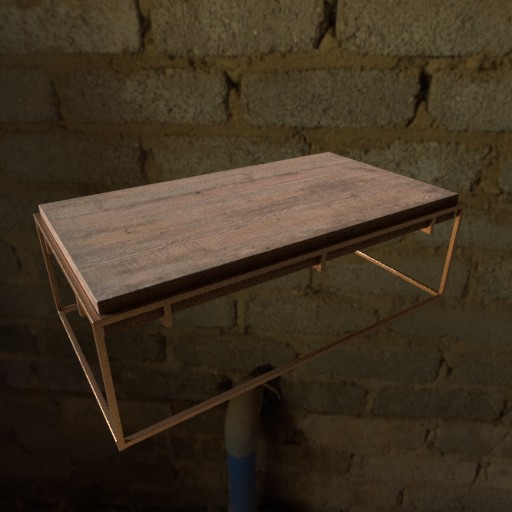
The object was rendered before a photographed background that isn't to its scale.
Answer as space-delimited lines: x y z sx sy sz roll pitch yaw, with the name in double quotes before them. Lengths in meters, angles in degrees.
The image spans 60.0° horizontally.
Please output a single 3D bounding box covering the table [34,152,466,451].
"table" 0.000 0.000 1.717 1.387 0.468 0.775 -17 32 -29
